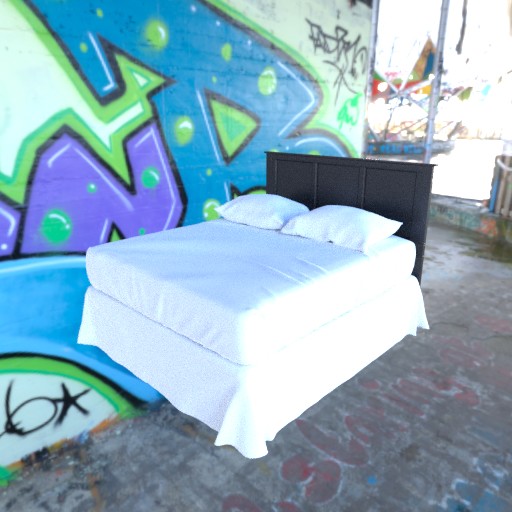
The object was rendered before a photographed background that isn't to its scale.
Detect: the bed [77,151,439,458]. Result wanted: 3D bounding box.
[{"bbox_3d":[0.000,0.000,3.190,1.870,1.270,2.050,16,24,41],"label":"bed"}]
